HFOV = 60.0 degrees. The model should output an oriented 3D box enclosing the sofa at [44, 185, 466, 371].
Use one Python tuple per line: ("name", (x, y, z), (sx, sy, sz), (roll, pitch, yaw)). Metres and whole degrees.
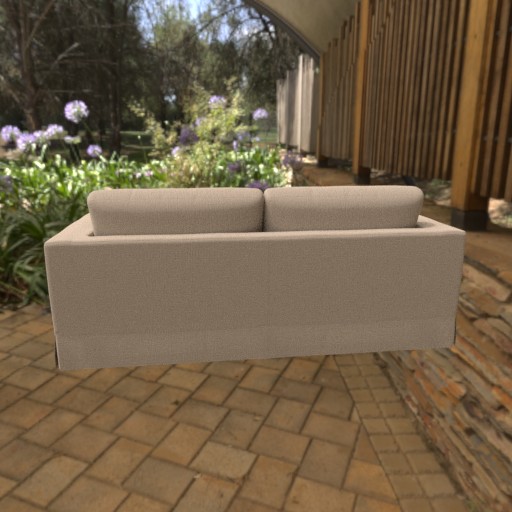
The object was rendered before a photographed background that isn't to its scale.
("sofa", (0.000, 0.000, 2.701), (2.163, 0.881, 0.954), (-2, 15, -7))
